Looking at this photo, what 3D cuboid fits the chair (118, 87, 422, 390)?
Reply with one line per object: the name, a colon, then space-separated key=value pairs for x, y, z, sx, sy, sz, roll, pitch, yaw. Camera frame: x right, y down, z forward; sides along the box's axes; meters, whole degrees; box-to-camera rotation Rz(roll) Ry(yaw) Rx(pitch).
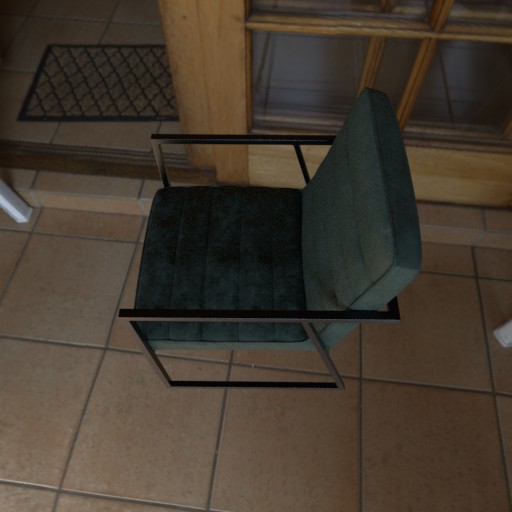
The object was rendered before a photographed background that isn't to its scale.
chair: x=0.000 y=0.000 z=1.308 sx=0.677 sy=0.833 sz=0.571 roll=1 pitch=59 yaw=0
